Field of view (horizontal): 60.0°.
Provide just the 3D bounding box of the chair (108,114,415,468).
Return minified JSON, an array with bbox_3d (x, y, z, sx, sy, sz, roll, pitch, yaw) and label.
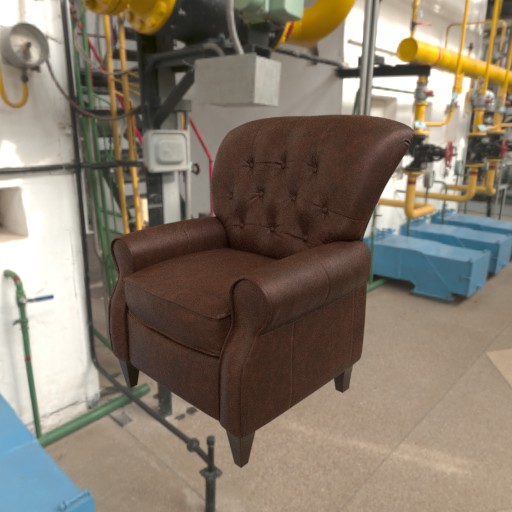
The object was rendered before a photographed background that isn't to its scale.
[{"bbox_3d":[0.000,0.000,1.894,0.979,1.162,1.031,15,22,42],"label":"chair"}]
